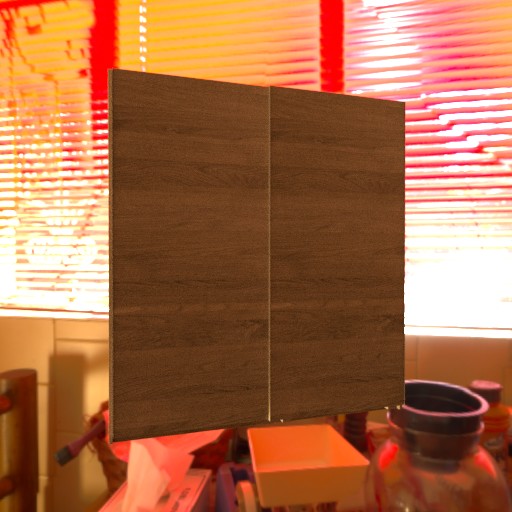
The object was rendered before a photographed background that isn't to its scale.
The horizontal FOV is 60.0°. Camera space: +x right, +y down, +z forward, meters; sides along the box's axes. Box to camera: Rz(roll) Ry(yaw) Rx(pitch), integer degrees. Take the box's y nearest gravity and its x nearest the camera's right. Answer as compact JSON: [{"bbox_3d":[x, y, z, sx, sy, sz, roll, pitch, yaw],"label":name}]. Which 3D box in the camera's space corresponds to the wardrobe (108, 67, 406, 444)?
[{"bbox_3d":[0.000,0.000,2.831,1.780,1.960,0.629,0,0,-18],"label":"wardrobe"}]
